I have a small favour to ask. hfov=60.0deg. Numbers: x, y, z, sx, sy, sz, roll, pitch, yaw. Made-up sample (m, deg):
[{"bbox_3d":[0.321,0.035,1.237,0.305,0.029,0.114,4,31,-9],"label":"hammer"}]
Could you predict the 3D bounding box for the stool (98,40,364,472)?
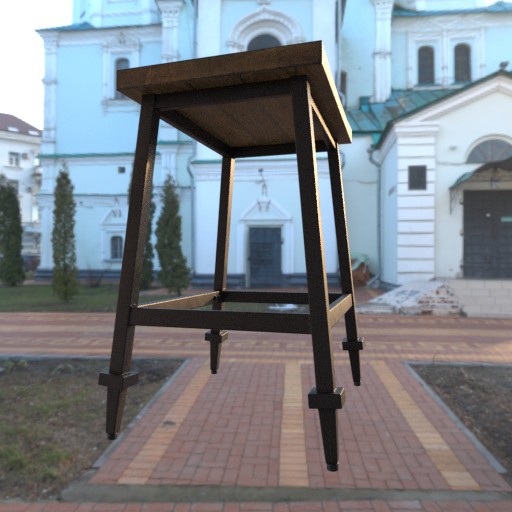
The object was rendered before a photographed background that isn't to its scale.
[{"bbox_3d":[0.000,0.000,0.917,0.405,0.625,0.486,0,0,17],"label":"stool"}]
